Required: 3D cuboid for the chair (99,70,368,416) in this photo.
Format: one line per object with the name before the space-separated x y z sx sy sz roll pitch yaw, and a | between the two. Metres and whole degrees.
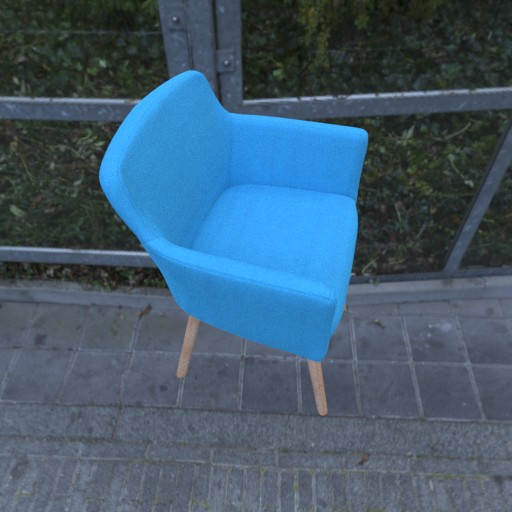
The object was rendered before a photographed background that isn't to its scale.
chair | 0.000 0.000 1.164 0.540 0.780 0.570 12 49 10
